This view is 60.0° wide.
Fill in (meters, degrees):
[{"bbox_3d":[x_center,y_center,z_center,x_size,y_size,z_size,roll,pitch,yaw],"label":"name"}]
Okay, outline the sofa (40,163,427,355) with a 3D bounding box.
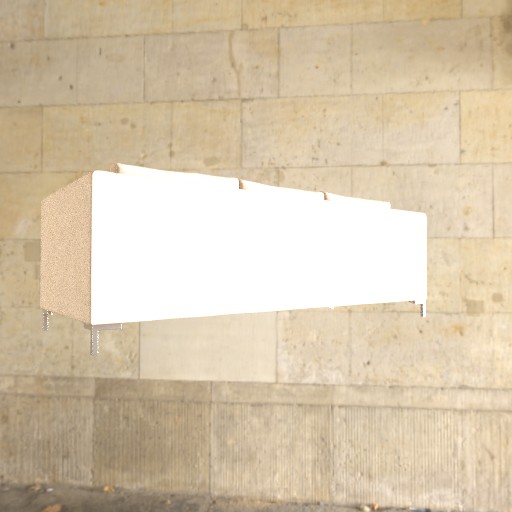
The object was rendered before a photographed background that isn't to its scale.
[{"bbox_3d":[0.000,0.000,2.907,2.415,0.867,0.969,1,-2,-37],"label":"sofa"}]
